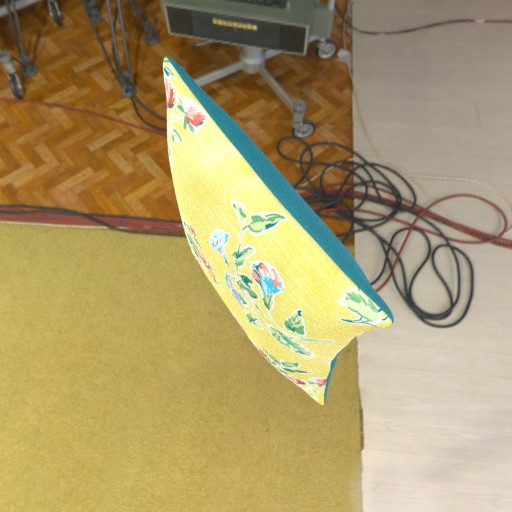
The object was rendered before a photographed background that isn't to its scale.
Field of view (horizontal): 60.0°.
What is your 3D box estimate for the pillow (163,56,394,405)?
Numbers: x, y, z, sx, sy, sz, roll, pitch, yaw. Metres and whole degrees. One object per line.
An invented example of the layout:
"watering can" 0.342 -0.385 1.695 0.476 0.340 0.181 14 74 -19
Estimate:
"pillow" 0.000 0.000 0.810 0.166 0.508 0.525 -31 66 -15
